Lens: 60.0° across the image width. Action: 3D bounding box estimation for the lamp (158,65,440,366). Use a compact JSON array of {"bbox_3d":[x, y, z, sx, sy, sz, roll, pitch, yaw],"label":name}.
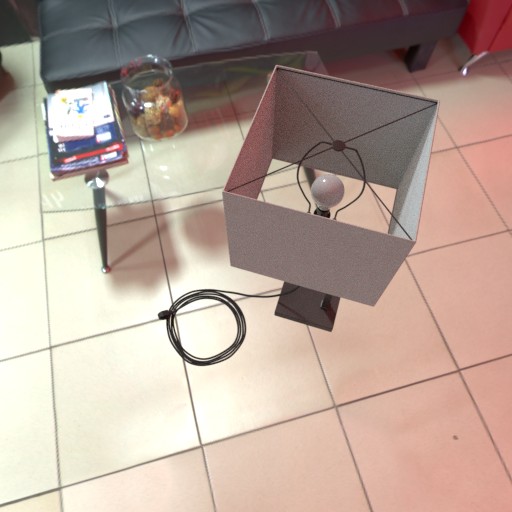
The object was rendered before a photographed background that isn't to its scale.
[{"bbox_3d":[0.000,0.000,0.961,0.504,0.660,0.399,16,64,8],"label":"lamp"}]
